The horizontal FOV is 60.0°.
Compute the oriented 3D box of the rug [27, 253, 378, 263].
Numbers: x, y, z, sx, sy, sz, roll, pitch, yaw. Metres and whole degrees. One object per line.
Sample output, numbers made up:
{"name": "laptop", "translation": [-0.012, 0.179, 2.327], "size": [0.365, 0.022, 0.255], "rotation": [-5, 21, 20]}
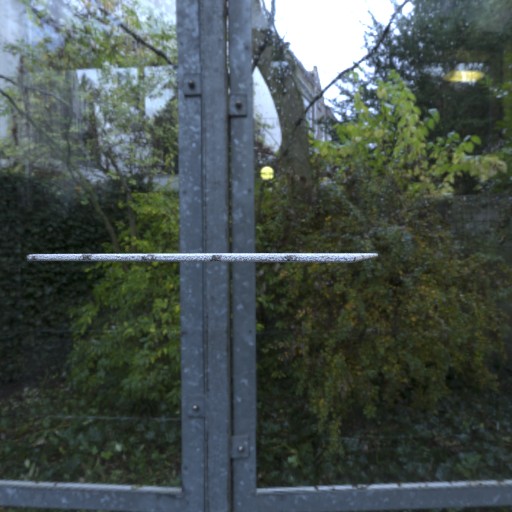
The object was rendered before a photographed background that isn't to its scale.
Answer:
{"name": "rug", "translation": [0.000, 0.000, 3.025], "size": [1.524, 0.030, 2.438], "rotation": [0, 0, 17]}
